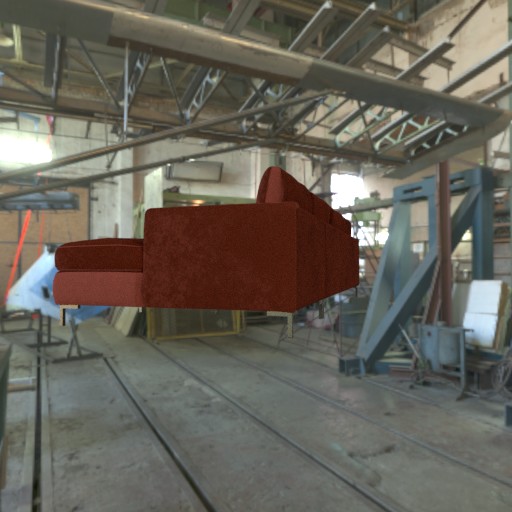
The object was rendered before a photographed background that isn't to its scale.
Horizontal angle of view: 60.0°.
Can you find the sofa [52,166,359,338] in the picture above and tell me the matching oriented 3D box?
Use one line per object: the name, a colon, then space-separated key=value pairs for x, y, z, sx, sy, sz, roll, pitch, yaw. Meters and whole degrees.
sofa: x=0.000 y=0.000 z=3.542 sx=1.350 sy=0.810 sz=2.932 roll=0 pitch=-1 yaw=19
